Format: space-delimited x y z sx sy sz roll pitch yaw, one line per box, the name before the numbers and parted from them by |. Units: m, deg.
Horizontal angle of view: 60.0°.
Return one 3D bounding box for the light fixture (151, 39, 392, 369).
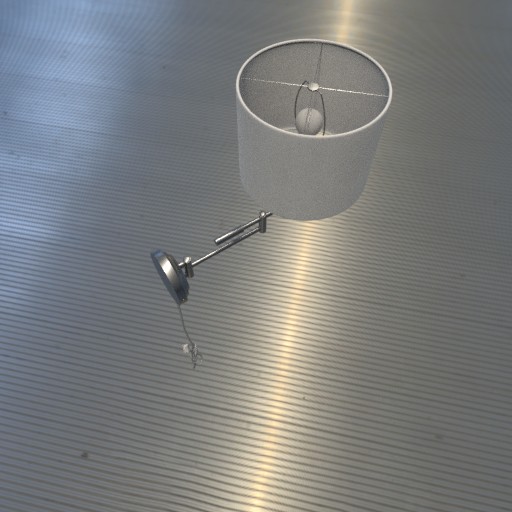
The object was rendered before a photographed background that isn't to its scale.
light fixture | 0.000 0.000 1.039 0.479 0.842 0.253 -29 62 -18
